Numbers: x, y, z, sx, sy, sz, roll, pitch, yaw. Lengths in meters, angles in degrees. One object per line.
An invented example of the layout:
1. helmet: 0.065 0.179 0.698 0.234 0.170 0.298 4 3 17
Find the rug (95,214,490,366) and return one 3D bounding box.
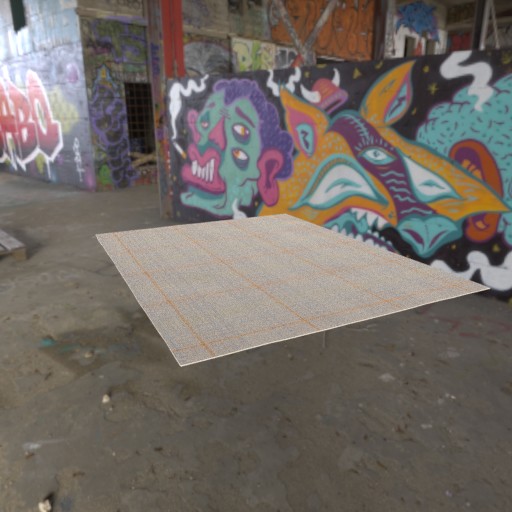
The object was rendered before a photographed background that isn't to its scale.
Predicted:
1. rug: 0.000 0.000 4.131 2.448 0.021 3.051 -9 19 -26
